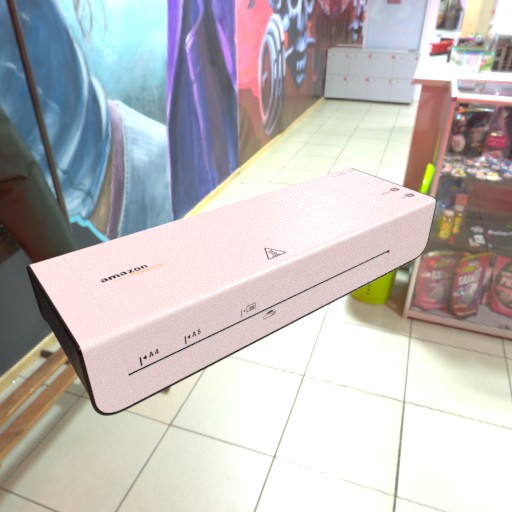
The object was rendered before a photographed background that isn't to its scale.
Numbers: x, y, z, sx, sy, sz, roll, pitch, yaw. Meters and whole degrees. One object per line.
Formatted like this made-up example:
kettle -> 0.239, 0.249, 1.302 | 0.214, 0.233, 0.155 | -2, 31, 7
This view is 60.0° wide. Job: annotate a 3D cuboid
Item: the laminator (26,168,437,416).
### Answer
laminator -> 0.000, 0.000, 0.388 | 0.340, 0.062, 0.123 | -21, 37, -32
